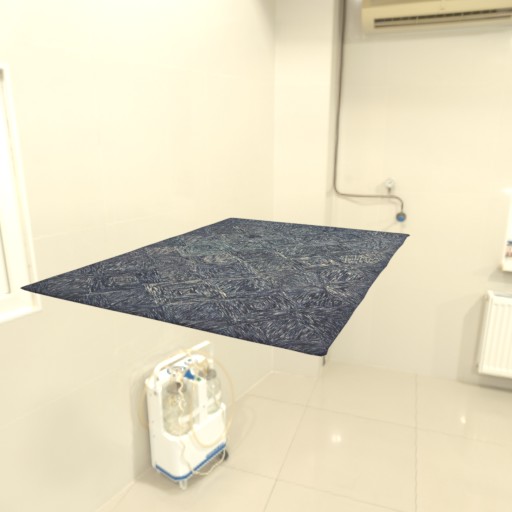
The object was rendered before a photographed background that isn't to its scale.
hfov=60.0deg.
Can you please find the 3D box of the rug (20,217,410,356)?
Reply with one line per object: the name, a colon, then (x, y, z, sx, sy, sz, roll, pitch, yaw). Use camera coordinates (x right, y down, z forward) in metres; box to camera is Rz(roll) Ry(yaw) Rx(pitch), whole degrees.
rug: (0.000, 0.000, 4.216, 2.385, 0.024, 3.245, 7, 17, 25)
